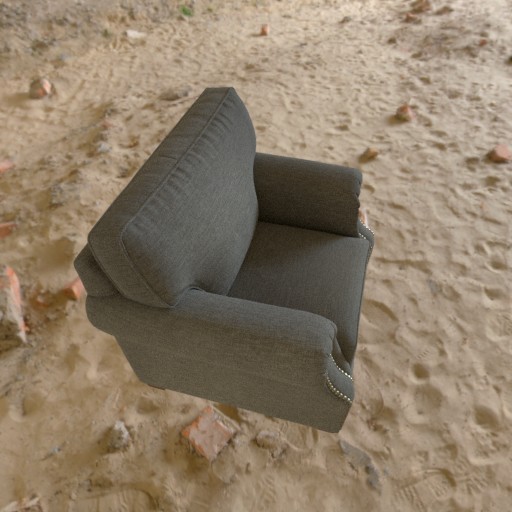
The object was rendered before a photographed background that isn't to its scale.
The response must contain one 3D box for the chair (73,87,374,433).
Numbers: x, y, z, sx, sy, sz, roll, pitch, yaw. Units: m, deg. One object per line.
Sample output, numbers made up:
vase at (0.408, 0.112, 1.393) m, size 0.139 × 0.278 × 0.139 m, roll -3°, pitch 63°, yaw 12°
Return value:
chair at (0.000, 0.000, 1.825) m, size 0.965 × 0.961 × 1.092 m, roll 11°, pitch 47°, yaw 11°
